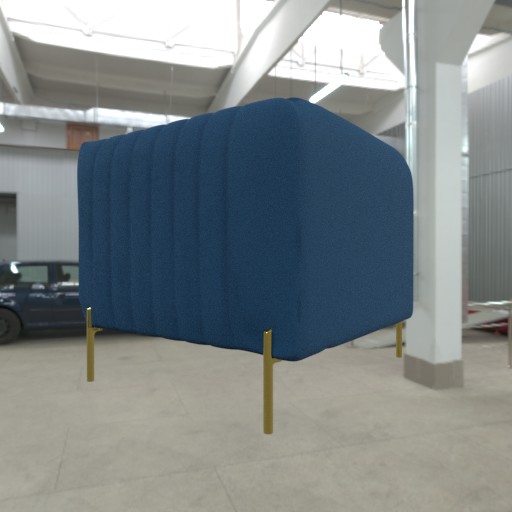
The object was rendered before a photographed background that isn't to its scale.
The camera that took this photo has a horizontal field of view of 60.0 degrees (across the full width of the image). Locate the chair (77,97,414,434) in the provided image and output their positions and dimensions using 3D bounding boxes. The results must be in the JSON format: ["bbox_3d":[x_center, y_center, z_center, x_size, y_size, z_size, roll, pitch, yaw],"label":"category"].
[{"bbox_3d":[0.000,0.000,1.582,0.877,0.793,0.947,0,1,36],"label":"chair"}]
